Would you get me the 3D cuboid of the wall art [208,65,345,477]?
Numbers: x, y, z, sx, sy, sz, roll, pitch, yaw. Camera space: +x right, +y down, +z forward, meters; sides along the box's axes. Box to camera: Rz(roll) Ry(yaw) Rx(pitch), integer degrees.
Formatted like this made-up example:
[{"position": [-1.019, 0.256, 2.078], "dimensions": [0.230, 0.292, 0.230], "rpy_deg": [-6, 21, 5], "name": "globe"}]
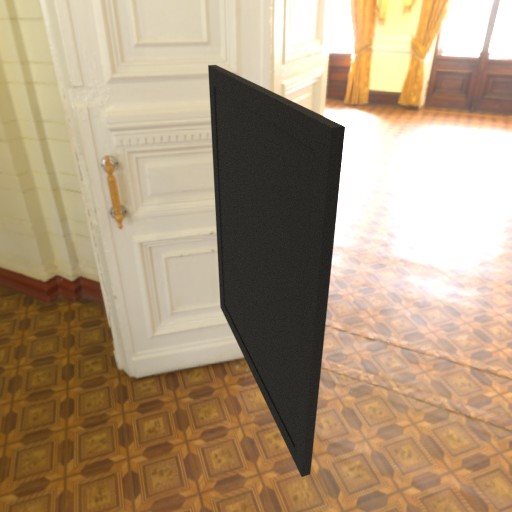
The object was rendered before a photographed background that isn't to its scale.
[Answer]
[{"position": [0.000, 0.000, 0.499], "dimensions": [0.010, 0.361, 0.311], "rpy_deg": [-10, 32, -17], "name": "wall art"}]
